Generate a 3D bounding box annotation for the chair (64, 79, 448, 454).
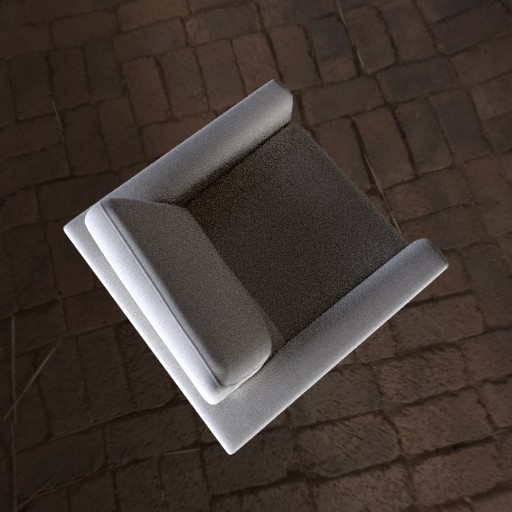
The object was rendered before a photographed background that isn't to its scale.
[{"bbox_3d":[0.000,0.000,1.875,1.100,0.876,1.070,-38,79,-9],"label":"chair"}]
